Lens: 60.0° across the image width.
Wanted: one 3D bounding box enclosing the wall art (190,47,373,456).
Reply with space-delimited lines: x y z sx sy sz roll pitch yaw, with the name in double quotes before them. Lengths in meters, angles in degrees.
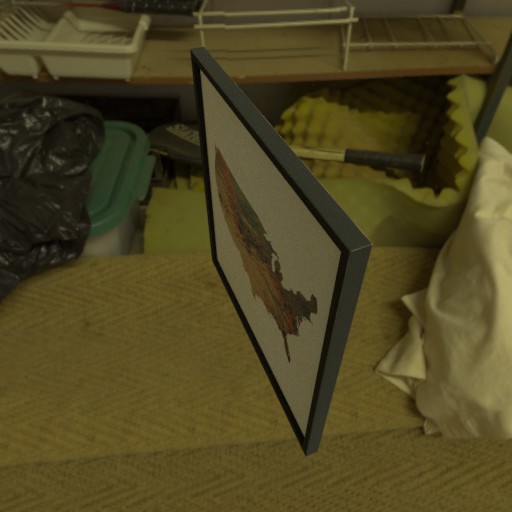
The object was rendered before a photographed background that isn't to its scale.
"wall art" 0.000 0.000 0.451 0.015 0.303 0.304 -17 48 -15
